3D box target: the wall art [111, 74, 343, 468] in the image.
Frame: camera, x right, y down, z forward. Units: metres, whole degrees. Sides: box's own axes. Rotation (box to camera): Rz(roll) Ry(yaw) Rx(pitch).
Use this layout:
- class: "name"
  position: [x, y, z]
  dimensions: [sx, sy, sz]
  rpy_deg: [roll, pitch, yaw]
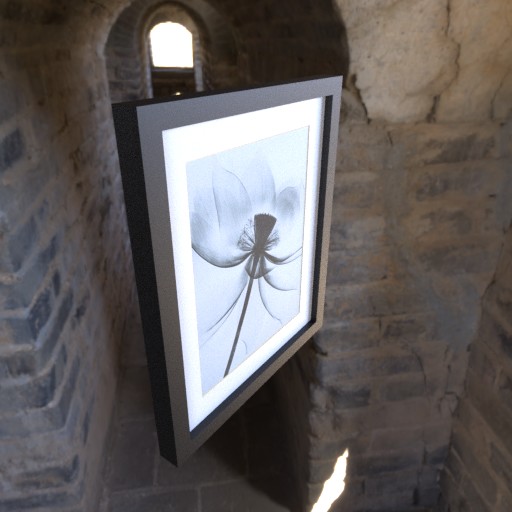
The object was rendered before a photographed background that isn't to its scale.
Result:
- class: "wall art"
  position: [0.000, 0.000, 0.530]
  dimensions: [0.029, 0.381, 0.330]
  rpy_deg: [18, 32, 32]
